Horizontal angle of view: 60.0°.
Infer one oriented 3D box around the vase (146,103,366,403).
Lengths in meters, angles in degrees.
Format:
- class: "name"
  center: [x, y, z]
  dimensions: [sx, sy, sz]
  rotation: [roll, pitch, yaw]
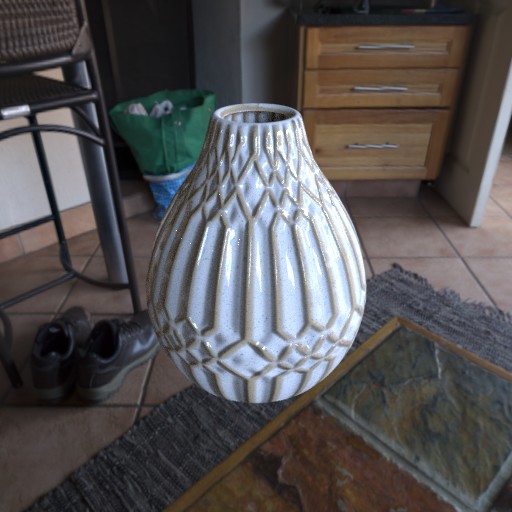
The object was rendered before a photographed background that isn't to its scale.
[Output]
- class: "vase"
  center: [0.000, 0.000, 0.316]
  dimensions: [0.159, 0.200, 0.159]
  rotation: [0, 31, 0]
